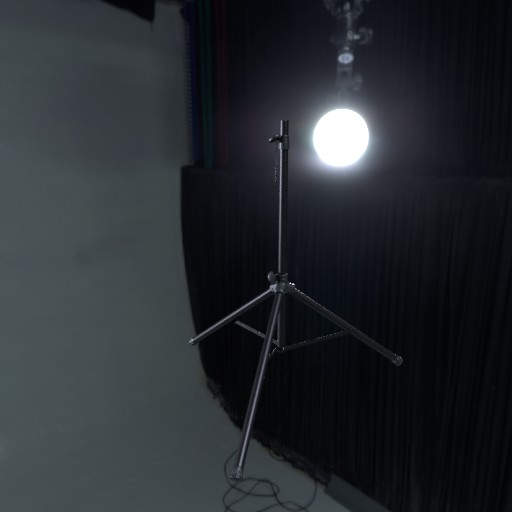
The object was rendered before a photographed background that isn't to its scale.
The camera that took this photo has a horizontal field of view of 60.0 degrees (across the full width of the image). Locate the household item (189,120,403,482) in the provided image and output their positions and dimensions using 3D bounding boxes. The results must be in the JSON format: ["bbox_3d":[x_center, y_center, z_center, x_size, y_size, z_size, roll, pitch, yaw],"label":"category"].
[{"bbox_3d":[0.000,0.000,2.749,1.339,1.595,1.596,13,18,43],"label":"household item"}]
